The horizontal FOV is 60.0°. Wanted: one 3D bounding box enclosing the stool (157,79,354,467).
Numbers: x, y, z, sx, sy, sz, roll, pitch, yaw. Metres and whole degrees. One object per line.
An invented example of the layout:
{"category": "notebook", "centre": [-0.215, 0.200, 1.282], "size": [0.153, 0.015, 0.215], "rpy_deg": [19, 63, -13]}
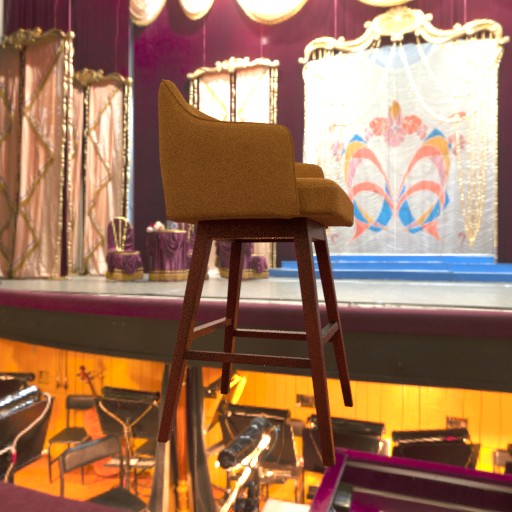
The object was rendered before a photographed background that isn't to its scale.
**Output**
{"category": "stool", "centre": [0.000, 0.000, 1.368], "size": [0.558, 1.012, 0.548], "rpy_deg": [0, 0, 18]}
